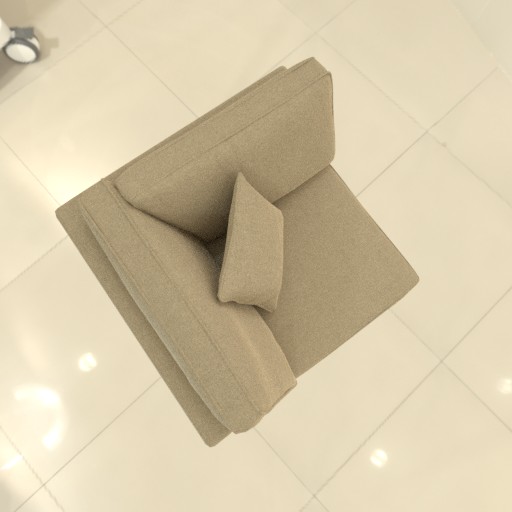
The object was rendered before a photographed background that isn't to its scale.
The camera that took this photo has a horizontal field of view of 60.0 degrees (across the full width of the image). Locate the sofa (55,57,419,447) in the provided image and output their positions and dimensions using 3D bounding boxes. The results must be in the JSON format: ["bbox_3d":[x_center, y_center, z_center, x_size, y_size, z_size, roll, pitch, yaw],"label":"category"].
[{"bbox_3d":[0.000,0.000,1.973,1.146,1.002,1.084,-35,79,-8],"label":"sofa"}]
